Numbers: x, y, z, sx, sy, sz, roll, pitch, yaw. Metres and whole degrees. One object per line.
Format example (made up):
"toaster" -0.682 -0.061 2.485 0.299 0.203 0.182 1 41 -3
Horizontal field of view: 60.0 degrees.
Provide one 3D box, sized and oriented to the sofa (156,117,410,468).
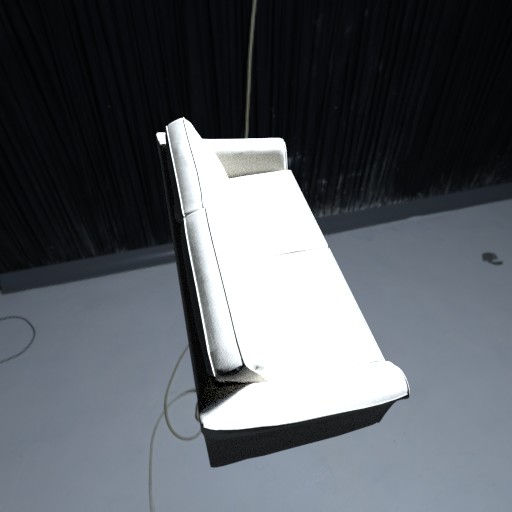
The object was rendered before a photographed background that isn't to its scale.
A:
"sofa" 0.000 0.000 2.755 0.980 0.965 2.270 -10 47 -9
